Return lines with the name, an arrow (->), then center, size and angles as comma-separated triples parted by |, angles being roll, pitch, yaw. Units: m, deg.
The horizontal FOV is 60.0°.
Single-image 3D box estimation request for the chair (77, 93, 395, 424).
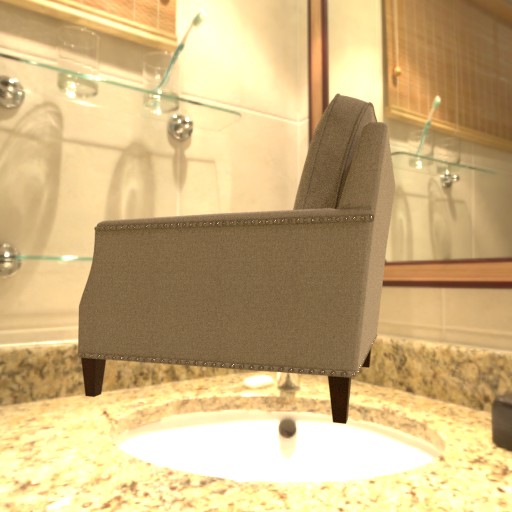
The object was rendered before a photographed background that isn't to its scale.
chair -> 0.000, 0.000, 1.709 | 1.014, 0.943, 0.853 | -1, -3, 19
